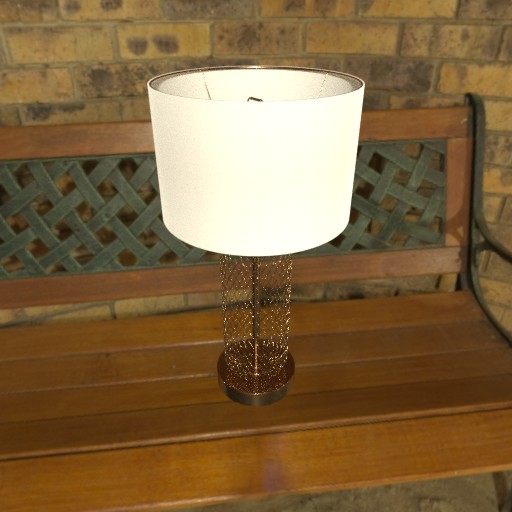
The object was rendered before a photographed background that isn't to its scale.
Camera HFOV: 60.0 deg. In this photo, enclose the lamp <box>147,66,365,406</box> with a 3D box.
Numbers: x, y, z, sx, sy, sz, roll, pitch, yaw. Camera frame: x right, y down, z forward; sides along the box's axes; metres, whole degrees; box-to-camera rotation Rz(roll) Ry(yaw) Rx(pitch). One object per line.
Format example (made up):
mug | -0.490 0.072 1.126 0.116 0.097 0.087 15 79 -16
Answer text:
lamp | 0.000 0.000 0.647 0.252 0.483 0.252 -21 37 -32
